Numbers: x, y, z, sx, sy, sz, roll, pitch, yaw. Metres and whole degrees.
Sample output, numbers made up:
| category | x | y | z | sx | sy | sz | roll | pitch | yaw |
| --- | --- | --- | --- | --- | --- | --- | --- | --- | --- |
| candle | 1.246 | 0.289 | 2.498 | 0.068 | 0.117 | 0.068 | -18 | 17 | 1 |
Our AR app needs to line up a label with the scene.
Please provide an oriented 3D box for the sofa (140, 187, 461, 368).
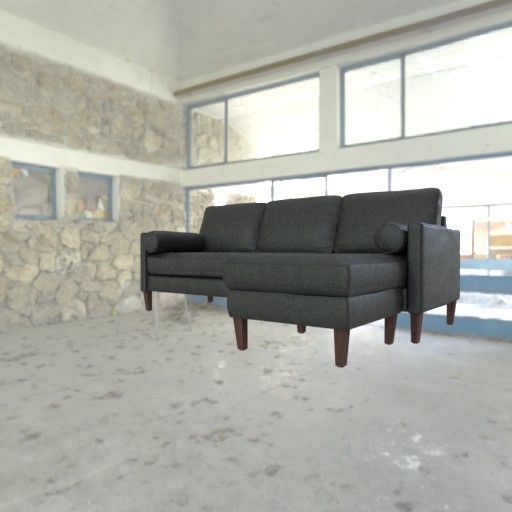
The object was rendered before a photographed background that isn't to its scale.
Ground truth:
| category | x | y | z | sx | sy | sz | roll | pitch | yaw |
| --- | --- | --- | --- | --- | --- | --- | --- | --- | --- |
| sofa | 0.000 | 0.000 | 2.893 | 2.178 | 0.876 | 1.497 | 0 | 1 | 37 |
